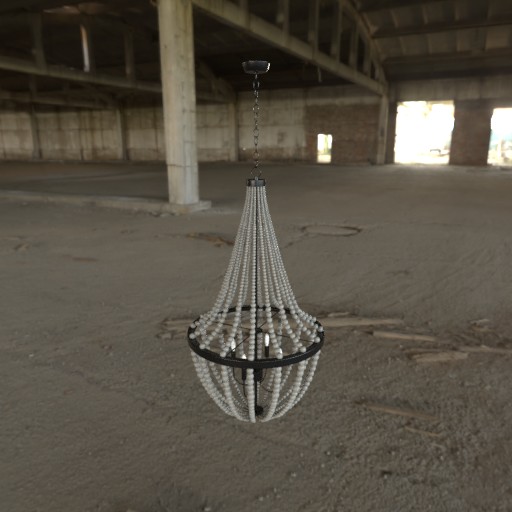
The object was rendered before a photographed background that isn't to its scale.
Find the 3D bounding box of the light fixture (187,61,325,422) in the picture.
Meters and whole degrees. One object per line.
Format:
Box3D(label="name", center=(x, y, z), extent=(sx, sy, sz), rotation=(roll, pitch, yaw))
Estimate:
Box3D(label="light fixture", center=(0.000, 0.000, 1.403), extent=(0.450, 1.133, 0.450), rotation=(0, 15, 0))
